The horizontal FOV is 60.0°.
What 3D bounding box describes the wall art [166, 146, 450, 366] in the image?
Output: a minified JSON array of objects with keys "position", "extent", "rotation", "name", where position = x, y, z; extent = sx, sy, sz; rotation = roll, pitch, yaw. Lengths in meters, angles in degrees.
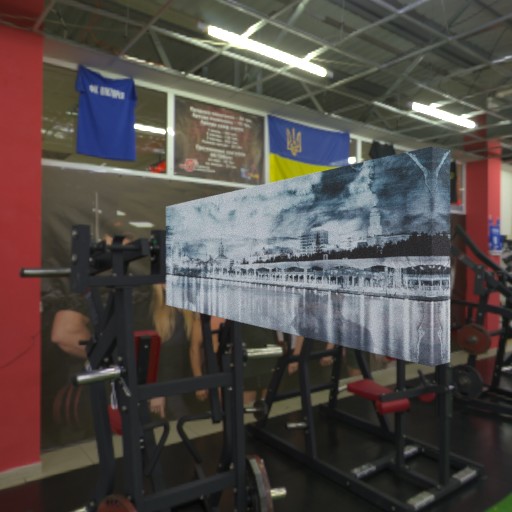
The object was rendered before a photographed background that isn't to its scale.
[{"position":[0.000,0.000,0.826],"extent":[0.037,0.251,0.759],"rotation":[0,0,-34],"name":"wall art"}]
